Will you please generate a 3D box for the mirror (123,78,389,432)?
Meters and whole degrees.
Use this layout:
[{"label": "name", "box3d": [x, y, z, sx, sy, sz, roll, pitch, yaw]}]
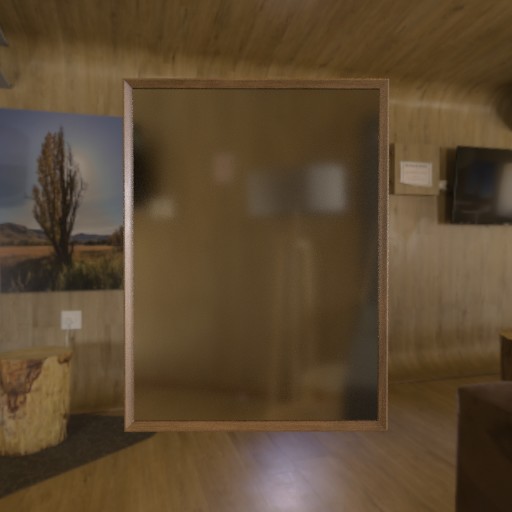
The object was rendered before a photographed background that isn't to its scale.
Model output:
[{"label": "mirror", "box3d": [0.000, 0.000, 1.295, 0.762, 1.016, 0.041, 0, 1, 0]}]
